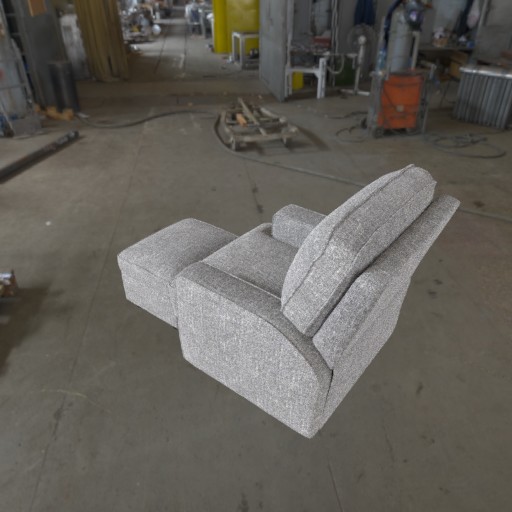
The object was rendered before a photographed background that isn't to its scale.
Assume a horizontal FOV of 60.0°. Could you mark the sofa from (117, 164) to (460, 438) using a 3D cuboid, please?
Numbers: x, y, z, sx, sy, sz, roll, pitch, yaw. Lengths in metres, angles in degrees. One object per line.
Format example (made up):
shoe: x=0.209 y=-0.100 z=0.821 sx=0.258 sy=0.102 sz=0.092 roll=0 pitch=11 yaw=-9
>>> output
sofa: x=0.000 y=0.000 z=2.071 sx=1.472 sy=0.959 sz=0.861 roll=22 pitch=39 yaw=31
